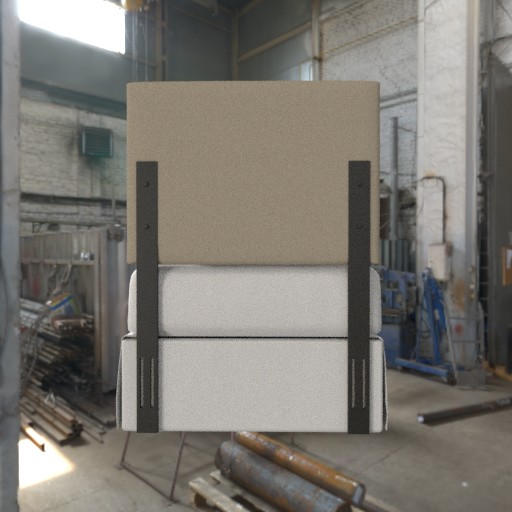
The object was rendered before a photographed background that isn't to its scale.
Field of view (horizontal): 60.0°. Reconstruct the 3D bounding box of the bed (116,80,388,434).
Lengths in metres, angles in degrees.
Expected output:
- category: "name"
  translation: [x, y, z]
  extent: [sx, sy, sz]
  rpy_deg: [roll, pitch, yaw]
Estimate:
- category: "bed"
  translation: [0.000, 0.000, 2.948]
  extent: [1.261, 1.571, 1.997]
  rpy_deg: [0, 0, 1]
